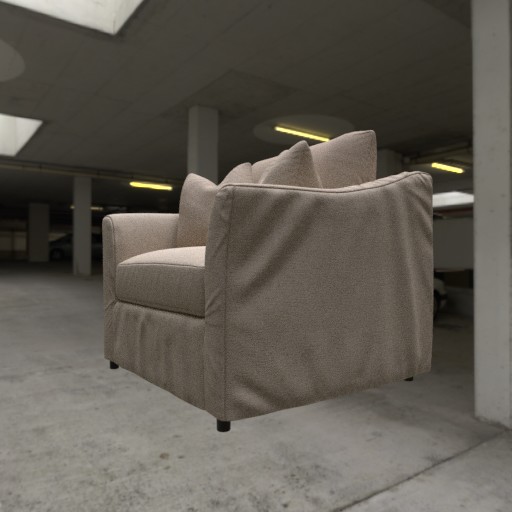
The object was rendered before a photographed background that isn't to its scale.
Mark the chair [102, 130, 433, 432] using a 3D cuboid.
[{"bbox_3d":[0.000,0.000,2.060,1.071,1.093,1.194,1,-1,-37],"label":"chair"}]
